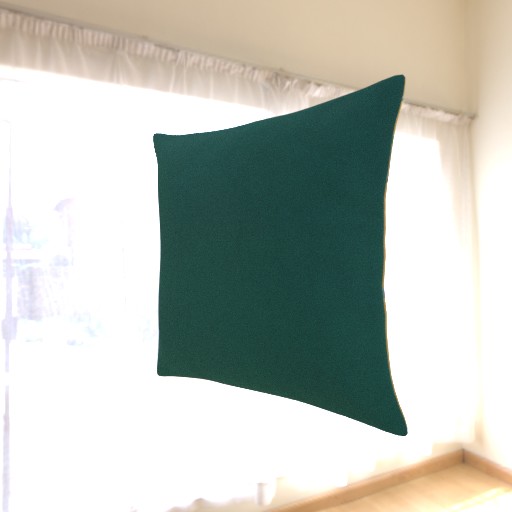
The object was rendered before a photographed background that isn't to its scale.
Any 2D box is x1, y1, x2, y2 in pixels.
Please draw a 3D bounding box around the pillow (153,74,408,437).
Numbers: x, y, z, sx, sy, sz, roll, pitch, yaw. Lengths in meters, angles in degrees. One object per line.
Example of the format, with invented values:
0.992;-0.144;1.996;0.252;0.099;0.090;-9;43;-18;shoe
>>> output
0.000;0.000;0.774;0.525;0.508;0.166;0;0;37;pillow
